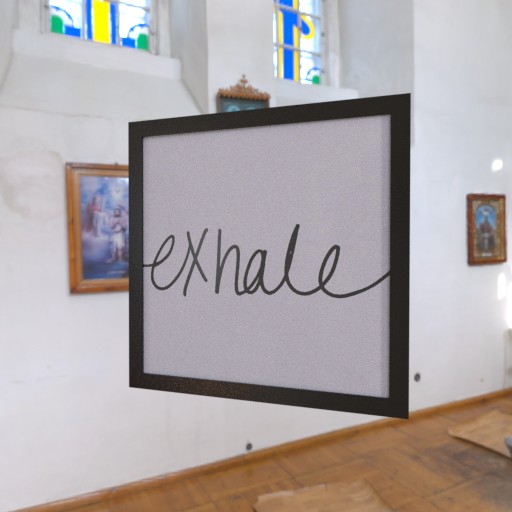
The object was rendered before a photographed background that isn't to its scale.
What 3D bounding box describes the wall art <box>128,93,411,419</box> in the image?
[{"bbox_3d":[0.000,0.000,0.680,0.446,0.445,0.014,0,1,18],"label":"wall art"}]
